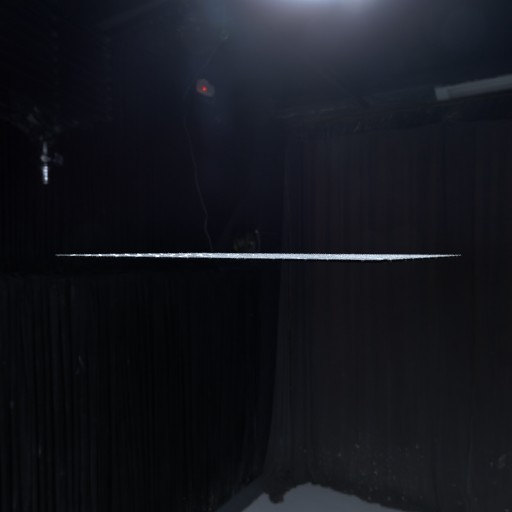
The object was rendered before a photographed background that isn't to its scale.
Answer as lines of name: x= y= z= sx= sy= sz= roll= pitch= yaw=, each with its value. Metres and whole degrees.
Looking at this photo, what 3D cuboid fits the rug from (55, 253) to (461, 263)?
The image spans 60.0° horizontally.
rug: x=0.000 y=0.000 z=2.385 sx=1.830 sy=0.013 sz=1.223 roll=1 pitch=1 yaw=35
